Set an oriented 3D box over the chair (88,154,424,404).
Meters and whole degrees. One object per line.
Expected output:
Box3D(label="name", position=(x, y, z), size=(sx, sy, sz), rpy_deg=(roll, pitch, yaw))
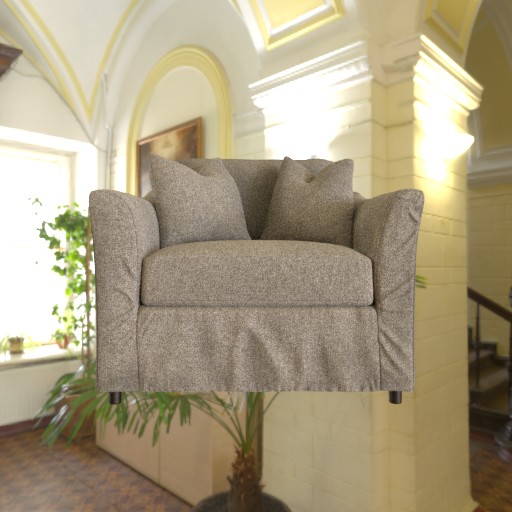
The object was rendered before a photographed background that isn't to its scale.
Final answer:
Box3D(label="chair", position=(0.000, 0.000, 2.061), size=(1.194, 1.059, 1.071), rpy_deg=(0, -2, 0))
